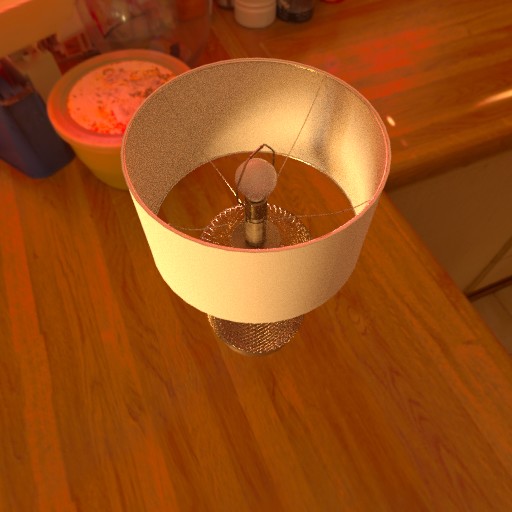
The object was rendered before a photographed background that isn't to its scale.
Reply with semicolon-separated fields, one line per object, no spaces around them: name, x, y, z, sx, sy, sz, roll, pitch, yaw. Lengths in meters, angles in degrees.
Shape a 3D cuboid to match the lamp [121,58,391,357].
lamp;0.000;0.000;0.828;0.353;0.578;0.353;0;58;0
